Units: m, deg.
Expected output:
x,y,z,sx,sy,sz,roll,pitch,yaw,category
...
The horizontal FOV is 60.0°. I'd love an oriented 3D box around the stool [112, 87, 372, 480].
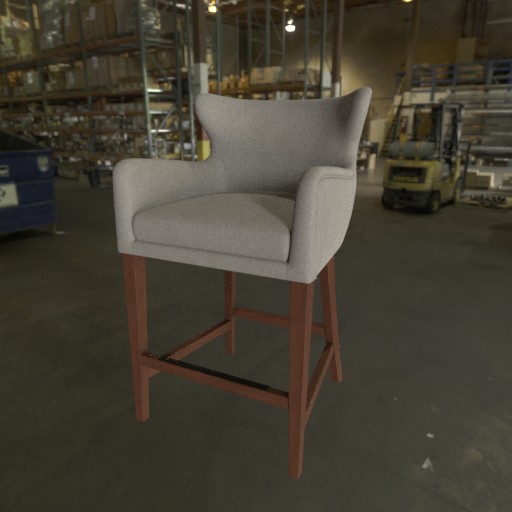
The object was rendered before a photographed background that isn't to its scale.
x,y,z,sx,sy,sz,roll,pitch,yaw,category
0.000,0.000,1.330,0.575,0.951,0.575,8,18,26,stool
